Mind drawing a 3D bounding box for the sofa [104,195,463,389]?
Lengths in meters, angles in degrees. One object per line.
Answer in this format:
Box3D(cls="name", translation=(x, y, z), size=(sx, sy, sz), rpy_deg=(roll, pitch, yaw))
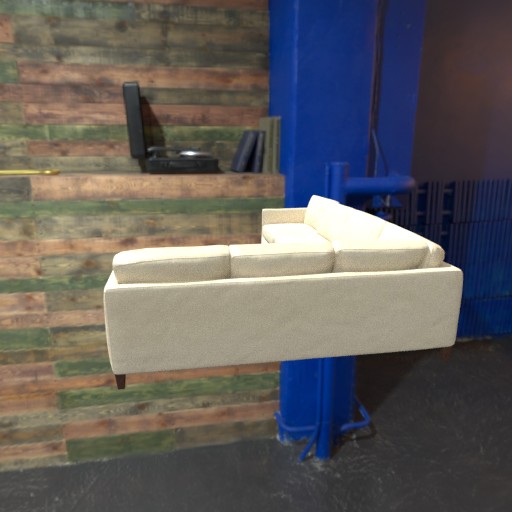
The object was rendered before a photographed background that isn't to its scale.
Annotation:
Box3D(cls="sofa", translation=(0.000, 0.000, 4.652), size=(2.593, 0.947, 3.302), rpy_deg=(-2, 15, -9))
